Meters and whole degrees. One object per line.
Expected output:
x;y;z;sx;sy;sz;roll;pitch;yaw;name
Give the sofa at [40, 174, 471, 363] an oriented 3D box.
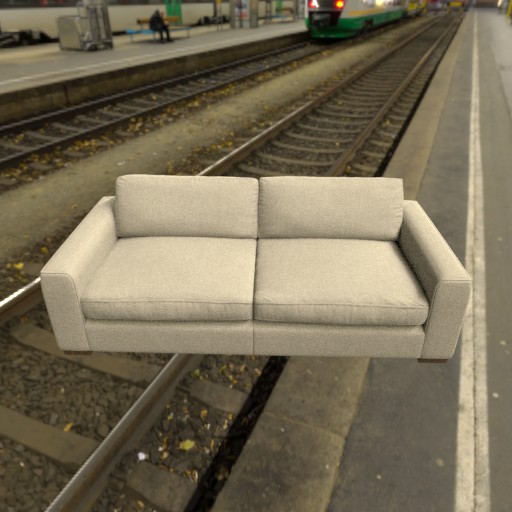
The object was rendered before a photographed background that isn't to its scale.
0.000;0.000;2.774;2.262;0.801;1.070;1;30;2;sofa
